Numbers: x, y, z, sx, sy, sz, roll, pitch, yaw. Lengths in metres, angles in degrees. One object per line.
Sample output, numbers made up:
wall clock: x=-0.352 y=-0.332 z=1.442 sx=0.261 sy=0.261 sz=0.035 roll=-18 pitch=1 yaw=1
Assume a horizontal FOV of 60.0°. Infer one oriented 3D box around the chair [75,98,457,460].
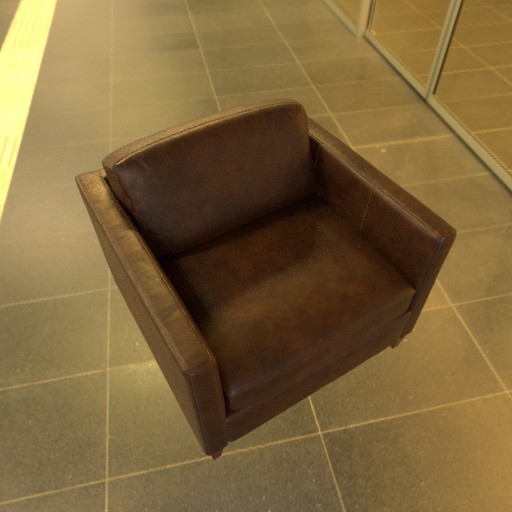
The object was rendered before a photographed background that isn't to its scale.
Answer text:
chair: x=0.000 y=0.000 z=1.726 sx=0.990 sy=0.864 sz=0.975 roll=-24 pitch=52 yaw=-21
